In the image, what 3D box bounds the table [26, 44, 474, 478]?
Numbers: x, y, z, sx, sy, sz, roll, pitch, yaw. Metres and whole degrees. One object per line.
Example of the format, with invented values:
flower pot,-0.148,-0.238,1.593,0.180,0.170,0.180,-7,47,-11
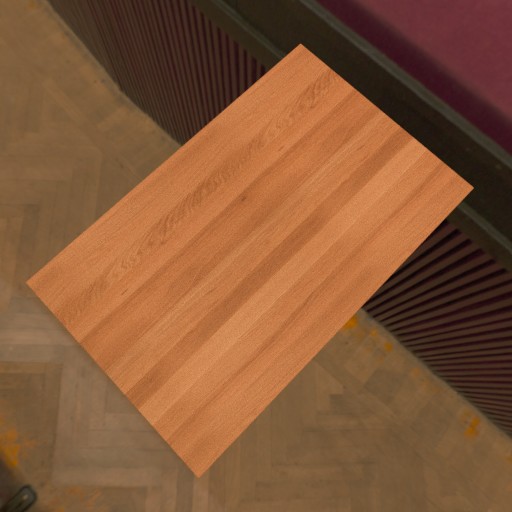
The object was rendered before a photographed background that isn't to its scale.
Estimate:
table,0.000,0.000,1.506,1.100,0.510,0.700,-44,80,-10
